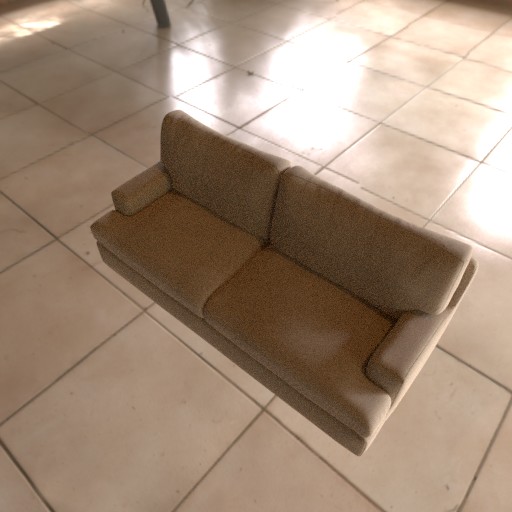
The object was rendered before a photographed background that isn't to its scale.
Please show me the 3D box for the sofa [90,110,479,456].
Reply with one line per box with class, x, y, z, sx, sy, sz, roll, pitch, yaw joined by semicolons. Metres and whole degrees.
sofa;0.000;0.000;2.623;2.147;0.925;0.929;31;54;26
